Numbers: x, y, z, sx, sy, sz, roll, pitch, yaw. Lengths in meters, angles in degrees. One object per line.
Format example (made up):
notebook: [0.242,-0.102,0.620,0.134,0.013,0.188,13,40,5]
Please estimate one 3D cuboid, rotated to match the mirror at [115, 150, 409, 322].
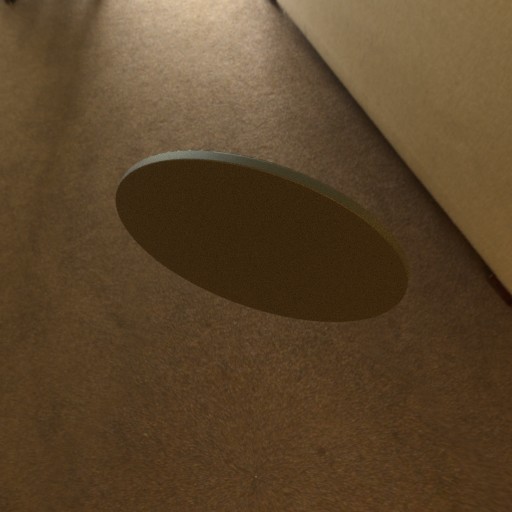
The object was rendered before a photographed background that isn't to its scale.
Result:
mirror: [0.000,0.000,1.636,1.077,1.077,0.036,16,65,8]
